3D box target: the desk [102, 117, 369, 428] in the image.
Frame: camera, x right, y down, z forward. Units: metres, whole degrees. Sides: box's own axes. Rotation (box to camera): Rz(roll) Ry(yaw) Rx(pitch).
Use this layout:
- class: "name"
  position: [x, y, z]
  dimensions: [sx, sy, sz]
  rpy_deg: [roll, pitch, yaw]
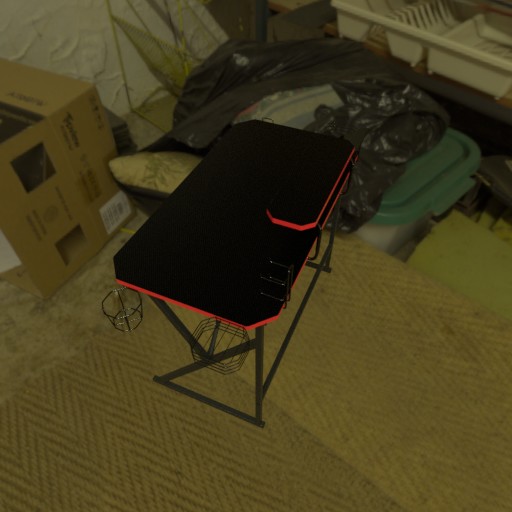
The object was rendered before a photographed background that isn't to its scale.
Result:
- class: "desk"
  position: [0.000, 0.000, 1.795]
  dimensions: [0.588, 0.913, 1.280]
  rpy_deg: [18, 49, 16]
